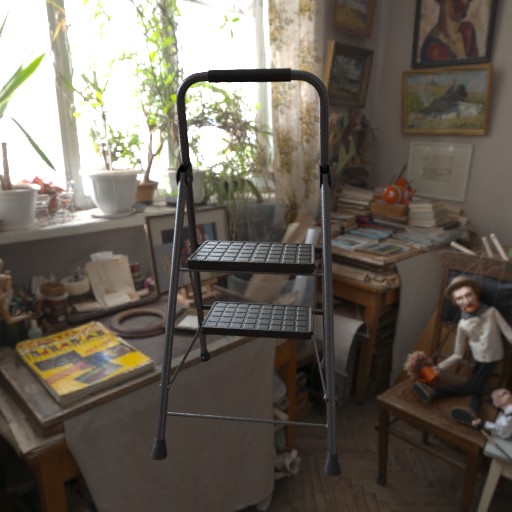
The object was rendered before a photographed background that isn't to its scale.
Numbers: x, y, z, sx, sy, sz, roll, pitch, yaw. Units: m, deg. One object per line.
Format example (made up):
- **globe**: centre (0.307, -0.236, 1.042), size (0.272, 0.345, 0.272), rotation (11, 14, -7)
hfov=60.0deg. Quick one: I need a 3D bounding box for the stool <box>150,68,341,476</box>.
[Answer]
- **stool**: centre (0.000, 0.000, 1.148), size (0.450, 0.872, 0.514), rotation (2, 16, 7)
